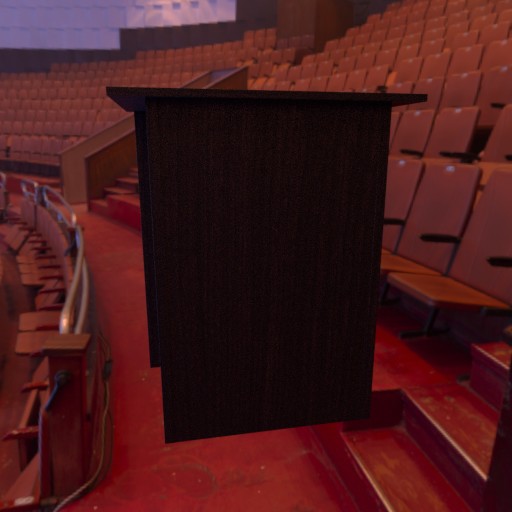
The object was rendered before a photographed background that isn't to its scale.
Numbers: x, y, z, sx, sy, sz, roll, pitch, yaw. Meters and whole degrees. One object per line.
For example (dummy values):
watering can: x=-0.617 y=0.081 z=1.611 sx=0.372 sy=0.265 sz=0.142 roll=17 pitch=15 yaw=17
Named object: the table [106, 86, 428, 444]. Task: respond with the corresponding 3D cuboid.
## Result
table: x=0.000 y=0.000 z=1.073 sx=0.591 sy=0.711 sz=0.406 roll=-3 pitch=14 yaw=-11
